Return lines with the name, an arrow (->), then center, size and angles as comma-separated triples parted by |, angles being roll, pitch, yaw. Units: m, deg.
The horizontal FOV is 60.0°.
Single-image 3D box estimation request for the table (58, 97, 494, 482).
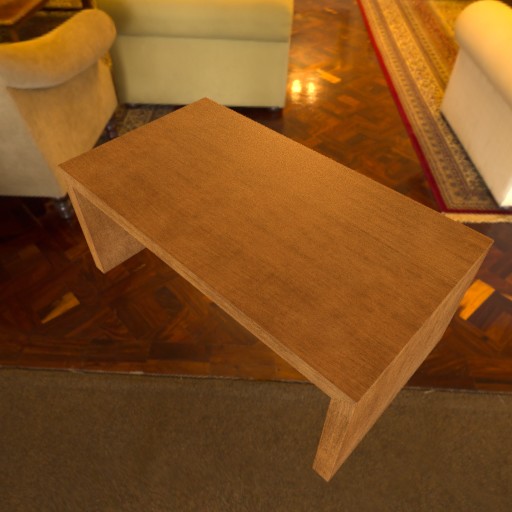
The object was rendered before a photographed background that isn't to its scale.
table -> 0.000, 0.000, 1.276 | 1.000, 0.419, 0.549 | 35, 56, 28
